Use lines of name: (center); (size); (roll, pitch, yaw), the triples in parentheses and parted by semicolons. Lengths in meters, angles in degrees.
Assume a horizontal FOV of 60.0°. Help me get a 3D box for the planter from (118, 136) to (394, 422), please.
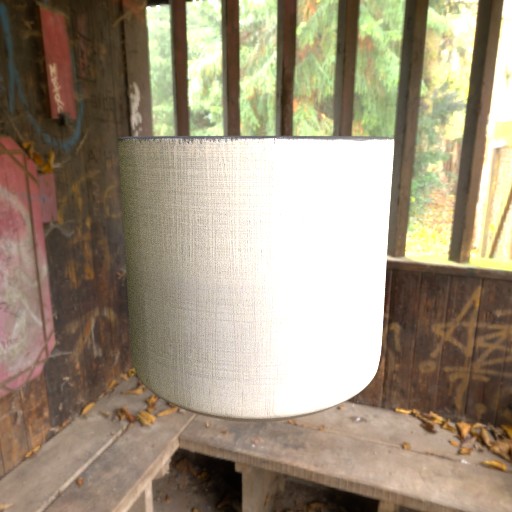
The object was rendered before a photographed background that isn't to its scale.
planter: (0.000, 0.000, 0.388); (0.221, 0.201, 0.221); (0, 15, 0)
